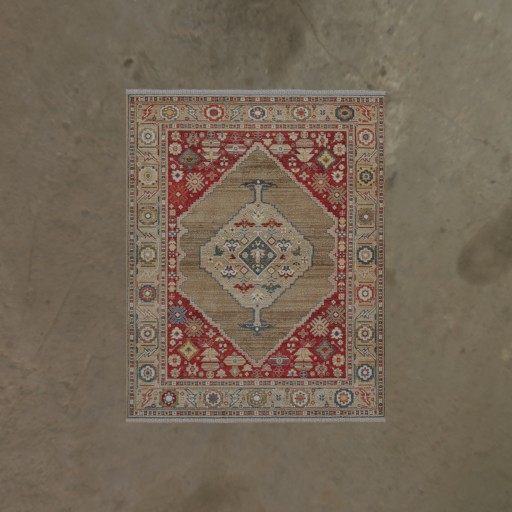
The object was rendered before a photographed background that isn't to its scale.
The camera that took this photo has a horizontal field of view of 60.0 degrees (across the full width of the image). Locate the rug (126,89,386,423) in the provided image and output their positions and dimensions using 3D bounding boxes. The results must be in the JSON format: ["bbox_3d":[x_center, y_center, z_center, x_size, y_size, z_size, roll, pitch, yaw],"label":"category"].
[{"bbox_3d":[0.000,0.000,4.176,2.451,0.008,3.143,0,90,-1],"label":"rug"}]
